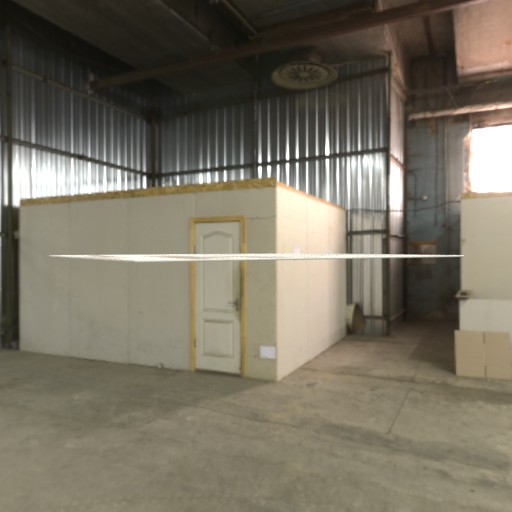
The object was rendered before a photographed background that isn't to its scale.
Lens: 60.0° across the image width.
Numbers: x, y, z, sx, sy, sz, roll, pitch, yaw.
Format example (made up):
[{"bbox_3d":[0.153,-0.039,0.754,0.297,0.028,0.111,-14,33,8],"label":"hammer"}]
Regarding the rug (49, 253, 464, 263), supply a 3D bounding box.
[{"bbox_3d":[0.000,0.000,2.801,2.142,0.010,1.533,-1,1,-35],"label":"rug"}]
